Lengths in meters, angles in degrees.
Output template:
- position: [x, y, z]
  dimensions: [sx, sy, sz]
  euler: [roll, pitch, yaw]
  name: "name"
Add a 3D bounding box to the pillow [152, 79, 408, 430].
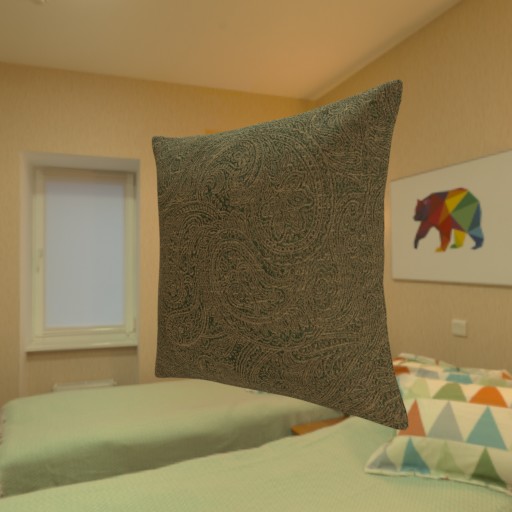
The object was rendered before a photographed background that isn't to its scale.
- position: [0.000, 0.000, 0.786]
  dimensions: [0.526, 0.507, 0.166]
  euler: [-1, -1, 35]
  name: "pillow"
